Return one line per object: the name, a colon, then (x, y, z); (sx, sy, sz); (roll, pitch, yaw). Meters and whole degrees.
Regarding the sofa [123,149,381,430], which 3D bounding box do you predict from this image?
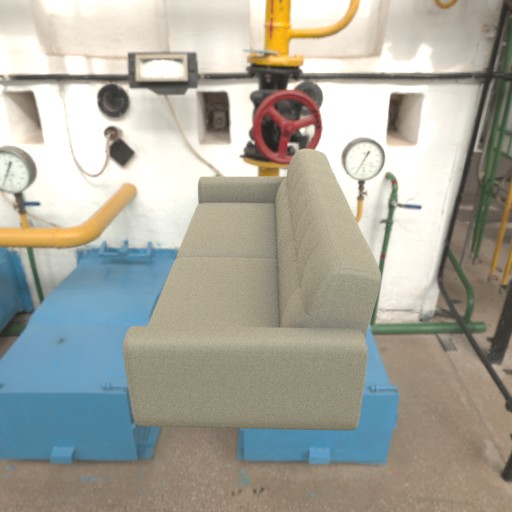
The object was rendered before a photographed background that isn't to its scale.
sofa: (0.000, 0.000, 2.654); (0.980, 0.892, 2.137); (1, 27, 1)
